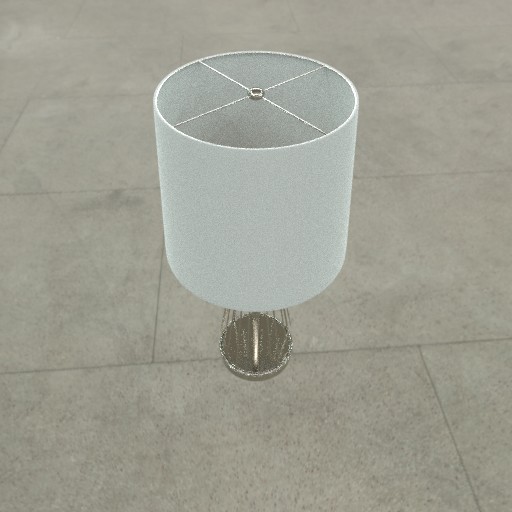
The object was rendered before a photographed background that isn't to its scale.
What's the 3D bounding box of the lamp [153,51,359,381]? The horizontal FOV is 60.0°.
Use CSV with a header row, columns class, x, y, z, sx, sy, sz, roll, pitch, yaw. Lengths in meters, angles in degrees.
class,x,y,z,sx,sy,sz,roll,pitch,yaw
lamp,0.000,0.000,0.784,0.303,0.618,0.303,0,47,0
